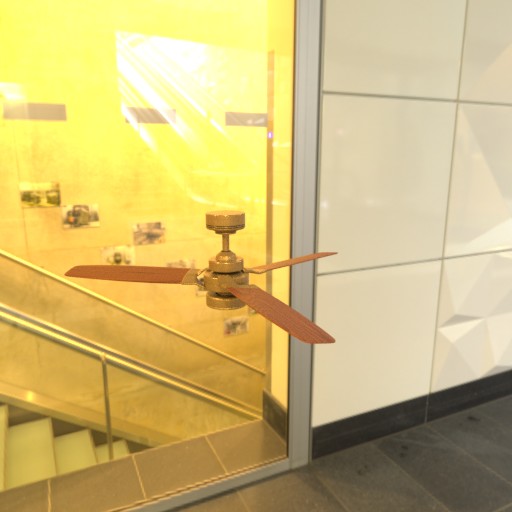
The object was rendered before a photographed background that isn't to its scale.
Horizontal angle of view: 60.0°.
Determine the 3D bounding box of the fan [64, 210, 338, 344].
[{"bbox_3d":[0.000,0.000,2.062,1.271,0.425,1.416,-12,18,-43],"label":"fan"}]
